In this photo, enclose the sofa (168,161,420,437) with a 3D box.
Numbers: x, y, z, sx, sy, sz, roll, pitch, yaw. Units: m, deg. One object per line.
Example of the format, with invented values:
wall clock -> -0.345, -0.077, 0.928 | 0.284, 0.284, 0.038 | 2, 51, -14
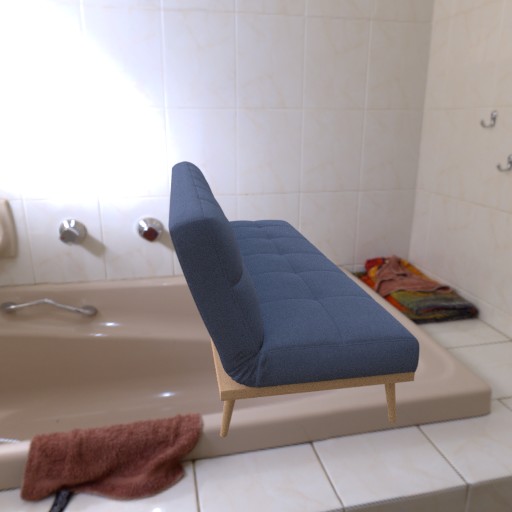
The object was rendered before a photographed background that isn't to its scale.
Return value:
sofa -> 0.000, 0.000, 2.207 | 0.796, 0.800, 1.800 | -3, 17, -10
